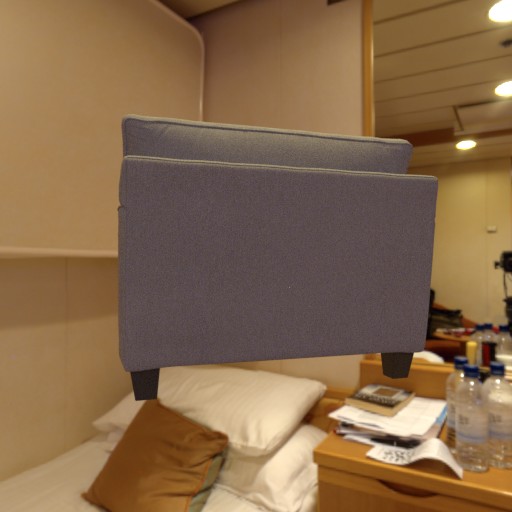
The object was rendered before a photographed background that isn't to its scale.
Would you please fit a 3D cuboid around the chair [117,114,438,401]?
[{"bbox_3d":[0.000,0.000,2.043,1.220,1.016,1.041,0,-1,-17],"label":"chair"}]
